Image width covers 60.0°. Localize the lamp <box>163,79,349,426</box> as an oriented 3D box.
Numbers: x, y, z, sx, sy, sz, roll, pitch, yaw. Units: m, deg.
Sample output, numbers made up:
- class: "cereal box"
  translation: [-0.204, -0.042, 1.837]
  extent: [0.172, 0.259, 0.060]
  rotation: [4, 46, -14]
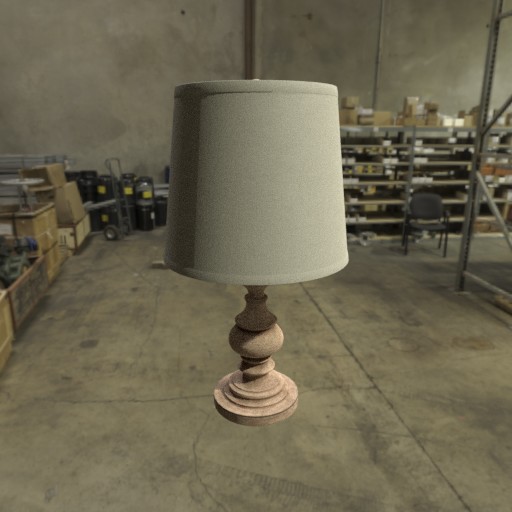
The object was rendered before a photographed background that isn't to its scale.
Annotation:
- class: "lamp"
  translation: [0.000, 0.000, 0.667]
  extent: [0.273, 0.497, 0.273]
  rotation: [0, 16, 0]
